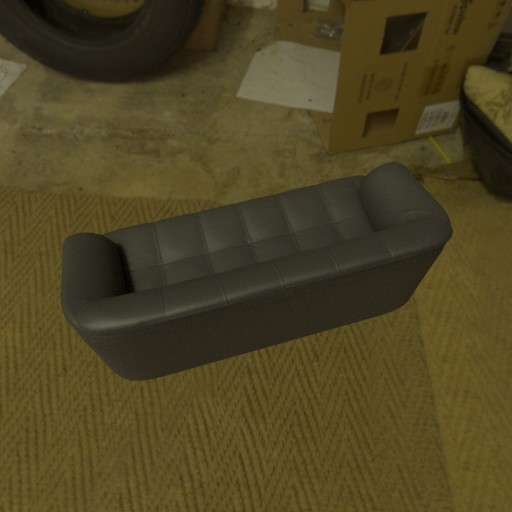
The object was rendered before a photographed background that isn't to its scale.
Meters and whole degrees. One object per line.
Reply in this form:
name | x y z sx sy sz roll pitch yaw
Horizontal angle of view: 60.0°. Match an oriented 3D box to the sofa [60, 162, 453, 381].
sofa | 0.000 0.000 2.287 1.829 0.811 0.800 -14 60 -8
